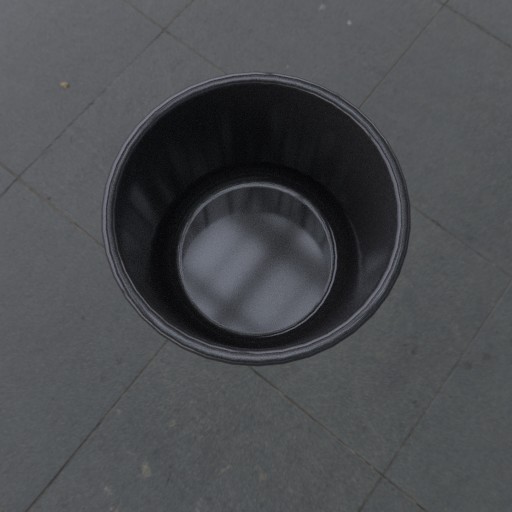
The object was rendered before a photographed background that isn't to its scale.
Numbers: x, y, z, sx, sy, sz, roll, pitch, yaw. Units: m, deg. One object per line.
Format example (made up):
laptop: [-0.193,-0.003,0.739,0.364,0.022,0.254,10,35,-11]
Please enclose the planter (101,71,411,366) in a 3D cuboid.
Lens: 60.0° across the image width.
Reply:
planter: [0.000,0.000,0.269,0.129,0.177,0.129,0,76,0]
